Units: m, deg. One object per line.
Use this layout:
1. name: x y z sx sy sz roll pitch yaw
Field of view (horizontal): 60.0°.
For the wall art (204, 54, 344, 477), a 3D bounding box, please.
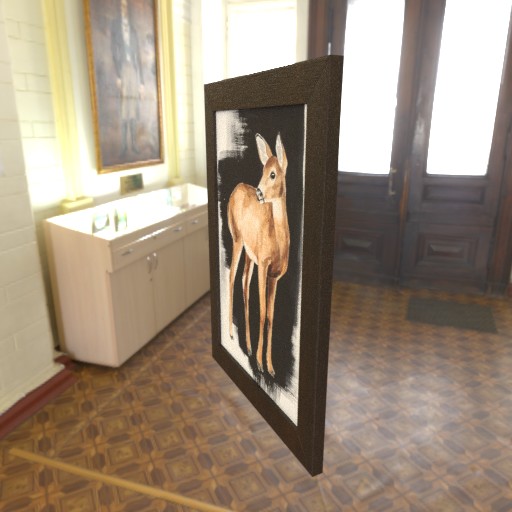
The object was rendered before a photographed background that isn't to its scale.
1. wall art: 0.000 0.000 0.670 0.017 0.513 0.359 -8 18 -26
